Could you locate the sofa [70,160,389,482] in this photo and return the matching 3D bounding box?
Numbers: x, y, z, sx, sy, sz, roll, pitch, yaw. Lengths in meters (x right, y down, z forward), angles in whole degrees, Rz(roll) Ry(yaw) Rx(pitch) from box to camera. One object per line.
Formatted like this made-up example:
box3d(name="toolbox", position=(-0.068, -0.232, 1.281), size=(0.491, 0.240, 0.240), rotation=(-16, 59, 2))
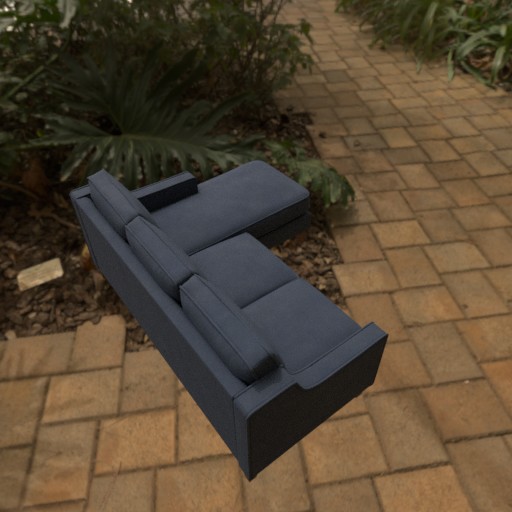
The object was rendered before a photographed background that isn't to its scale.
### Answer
box3d(name="sofa", position=(0.000, 0.000, 3.338), size=(1.858, 1.066, 2.317), rotation=(-27, 48, -27))
